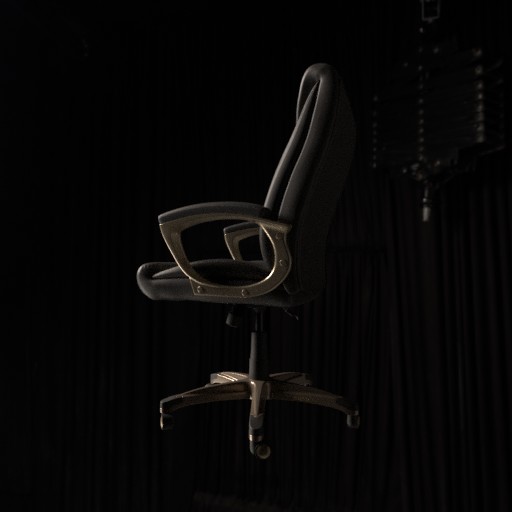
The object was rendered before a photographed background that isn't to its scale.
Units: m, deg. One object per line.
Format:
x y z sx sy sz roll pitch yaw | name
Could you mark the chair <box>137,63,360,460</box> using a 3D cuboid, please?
0.000 0.000 1.649 0.748 1.188 0.694 0 -1 18 | chair
